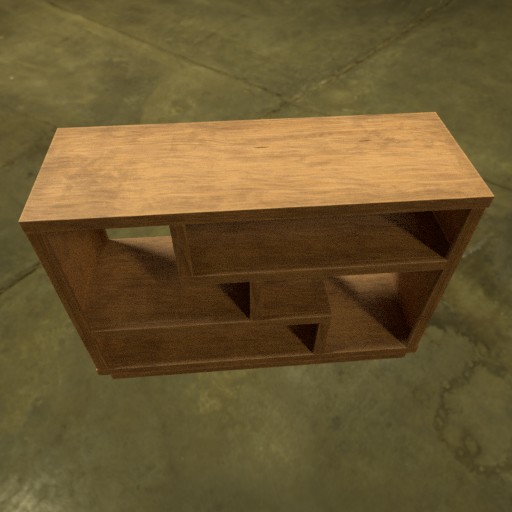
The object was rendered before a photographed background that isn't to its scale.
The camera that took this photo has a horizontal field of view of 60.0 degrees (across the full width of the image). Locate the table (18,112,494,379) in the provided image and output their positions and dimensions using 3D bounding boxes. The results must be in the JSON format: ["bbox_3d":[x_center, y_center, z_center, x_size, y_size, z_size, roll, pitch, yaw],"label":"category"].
[{"bbox_3d":[0.000,0.000,1.484,1.151,0.771,0.410,-3,47,-3],"label":"table"}]
